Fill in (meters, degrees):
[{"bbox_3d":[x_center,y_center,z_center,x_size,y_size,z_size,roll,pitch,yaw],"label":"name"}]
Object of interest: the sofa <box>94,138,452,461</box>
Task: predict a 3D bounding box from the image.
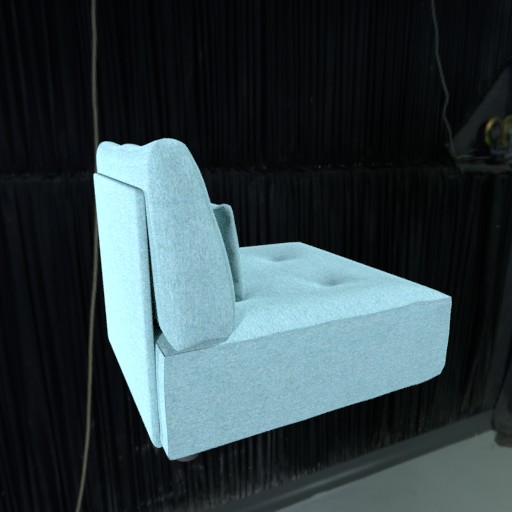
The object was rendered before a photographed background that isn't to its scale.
[{"bbox_3d":[0.000,0.000,1.635,1.000,0.820,0.930,-7,16,-26],"label":"sofa"}]
